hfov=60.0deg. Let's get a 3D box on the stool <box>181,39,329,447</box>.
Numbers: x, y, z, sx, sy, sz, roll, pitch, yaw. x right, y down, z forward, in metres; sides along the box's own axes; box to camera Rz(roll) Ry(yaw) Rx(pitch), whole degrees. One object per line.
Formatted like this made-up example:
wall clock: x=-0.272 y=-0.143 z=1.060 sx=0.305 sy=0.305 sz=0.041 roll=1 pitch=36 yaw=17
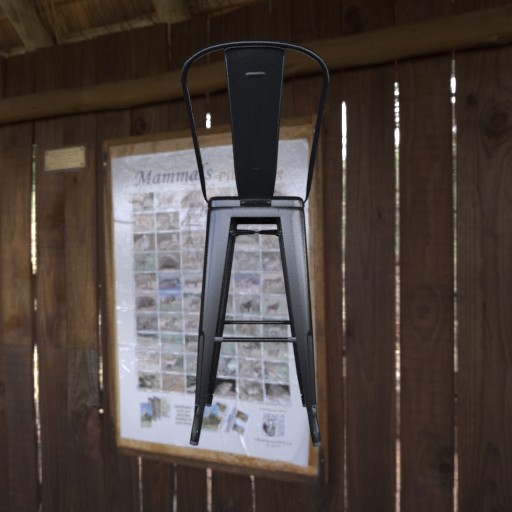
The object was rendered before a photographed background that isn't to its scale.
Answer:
stool: x=0.000 y=0.000 z=1.371 sx=0.399 sy=1.096 sz=0.513 roll=0 pitch=0 yaw=1
